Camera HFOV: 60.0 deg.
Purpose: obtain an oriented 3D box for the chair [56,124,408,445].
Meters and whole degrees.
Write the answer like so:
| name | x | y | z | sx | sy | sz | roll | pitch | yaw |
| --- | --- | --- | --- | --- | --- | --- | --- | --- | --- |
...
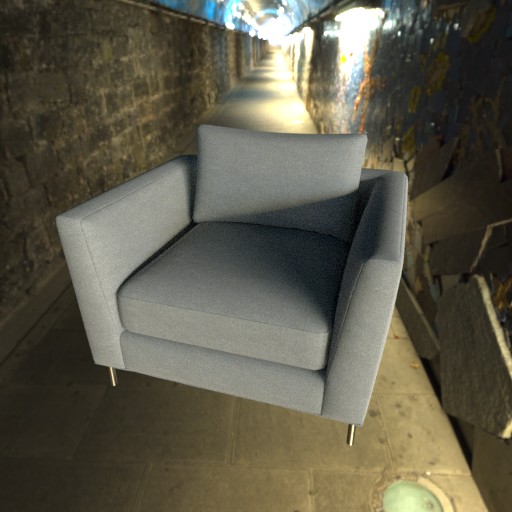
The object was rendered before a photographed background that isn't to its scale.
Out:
| name | x | y | z | sx | sy | sz | roll | pitch | yaw |
| --- | --- | --- | --- | --- | --- | --- | --- | --- | --- |
| chair | 0.000 | 0.000 | 1.700 | 1.041 | 0.864 | 0.889 | 8 | 27 | 16 |
